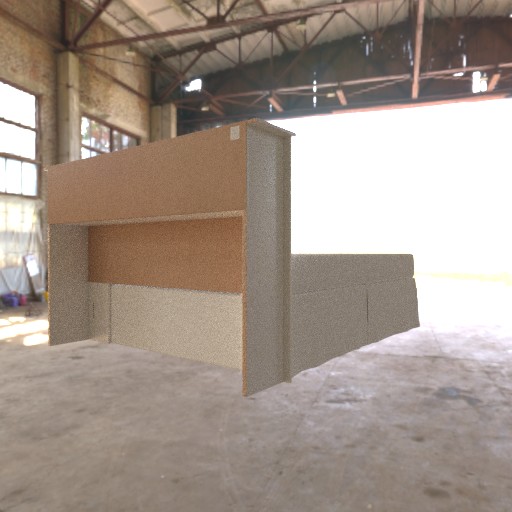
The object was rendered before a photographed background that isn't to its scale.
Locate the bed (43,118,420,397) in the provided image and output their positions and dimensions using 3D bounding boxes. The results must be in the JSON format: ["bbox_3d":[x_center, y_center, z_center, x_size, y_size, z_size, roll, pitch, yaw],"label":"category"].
[{"bbox_3d":[0.000,0.000,3.069,1.671,1.092,2.133,0,1,38],"label":"bed"}]
